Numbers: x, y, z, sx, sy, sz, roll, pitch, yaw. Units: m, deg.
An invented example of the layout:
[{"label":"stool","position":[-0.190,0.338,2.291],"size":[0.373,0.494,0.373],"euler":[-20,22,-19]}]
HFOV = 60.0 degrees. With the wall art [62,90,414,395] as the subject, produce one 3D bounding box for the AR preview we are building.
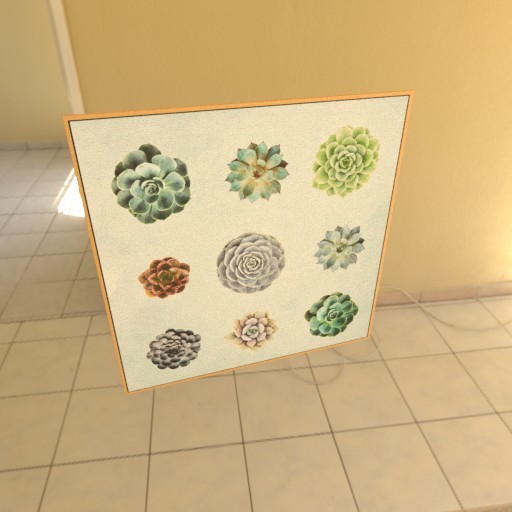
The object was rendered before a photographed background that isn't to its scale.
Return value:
[{"label":"wall art","position":[0.000,0.000,1.425],"size":[0.962,0.959,0.013],"euler":[-9,33,-15]}]
